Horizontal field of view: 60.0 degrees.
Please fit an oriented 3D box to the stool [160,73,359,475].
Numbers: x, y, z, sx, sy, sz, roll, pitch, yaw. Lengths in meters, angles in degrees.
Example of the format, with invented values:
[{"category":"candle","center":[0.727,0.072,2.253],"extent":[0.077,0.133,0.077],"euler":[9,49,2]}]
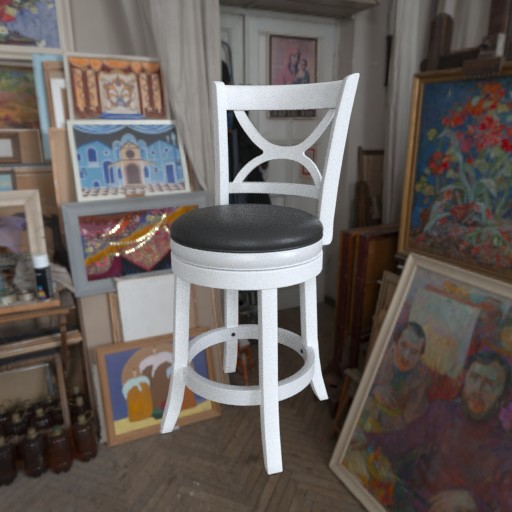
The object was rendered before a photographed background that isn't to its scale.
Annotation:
[{"category":"stool","center":[0.000,0.000,1.233],"extent":[0.444,0.953,0.508],"euler":[8,18,26]}]
